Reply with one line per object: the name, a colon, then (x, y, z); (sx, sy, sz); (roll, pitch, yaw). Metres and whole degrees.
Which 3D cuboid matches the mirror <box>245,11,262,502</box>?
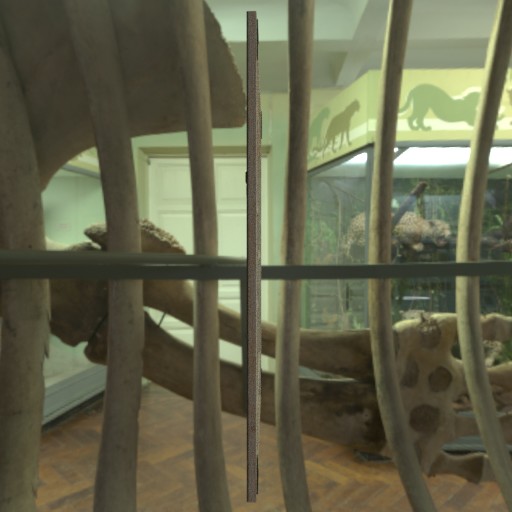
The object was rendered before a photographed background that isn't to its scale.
mirror: (0.000, 0.000, 1.249); (0.025, 0.996, 0.705); (0, 1, 1)
